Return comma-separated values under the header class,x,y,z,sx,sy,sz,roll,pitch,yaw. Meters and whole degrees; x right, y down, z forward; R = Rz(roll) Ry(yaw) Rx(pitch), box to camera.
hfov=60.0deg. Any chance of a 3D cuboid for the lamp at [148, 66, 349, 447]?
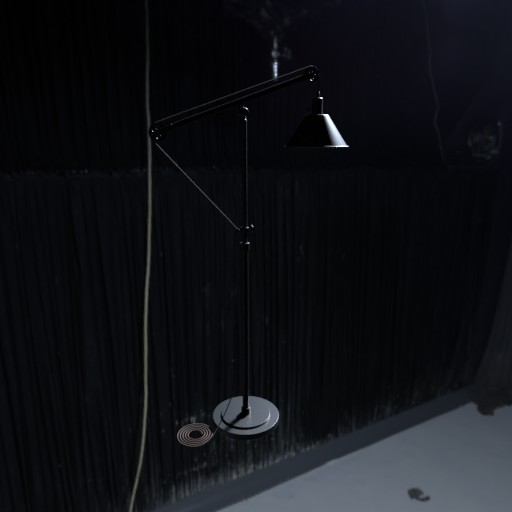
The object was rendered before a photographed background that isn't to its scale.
class,x,y,z,sx,sy,sz,roll,pitch,yaw
lamp,0.000,0.000,1.984,0.904,1.626,0.319,-7,16,-27
